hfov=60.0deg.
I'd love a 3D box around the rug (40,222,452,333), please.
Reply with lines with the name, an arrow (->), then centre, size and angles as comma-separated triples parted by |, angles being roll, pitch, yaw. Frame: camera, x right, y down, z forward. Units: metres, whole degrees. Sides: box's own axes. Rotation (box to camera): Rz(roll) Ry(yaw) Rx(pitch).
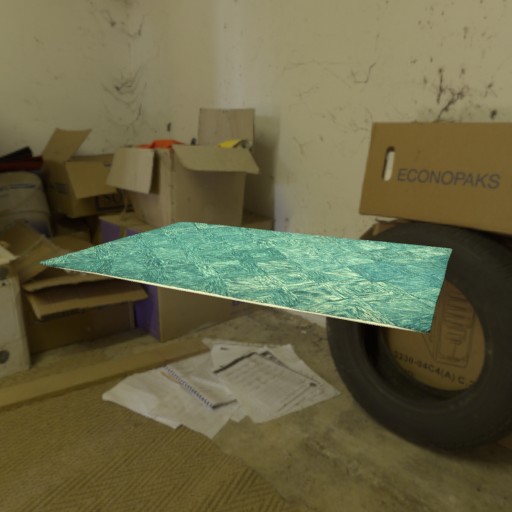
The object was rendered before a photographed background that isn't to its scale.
rug -> 0.000, 0.000, 2.194 | 1.728, 0.017, 1.136 | 7, 17, 25
